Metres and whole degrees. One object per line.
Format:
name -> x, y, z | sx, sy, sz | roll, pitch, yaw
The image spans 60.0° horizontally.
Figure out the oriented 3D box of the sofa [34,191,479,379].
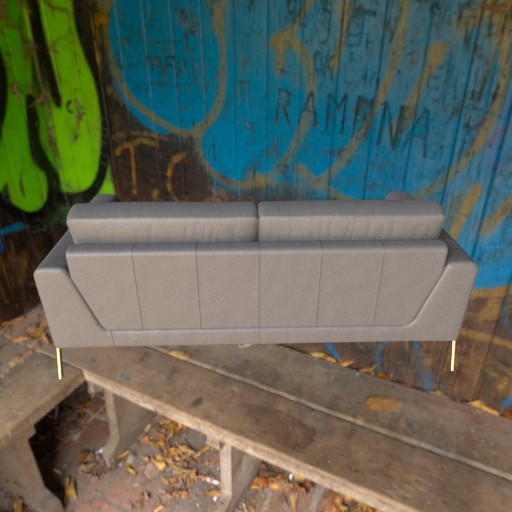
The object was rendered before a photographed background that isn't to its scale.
sofa -> 0.000, 0.000, 2.462 | 2.017, 0.875, 0.953 | -1, 28, -1
